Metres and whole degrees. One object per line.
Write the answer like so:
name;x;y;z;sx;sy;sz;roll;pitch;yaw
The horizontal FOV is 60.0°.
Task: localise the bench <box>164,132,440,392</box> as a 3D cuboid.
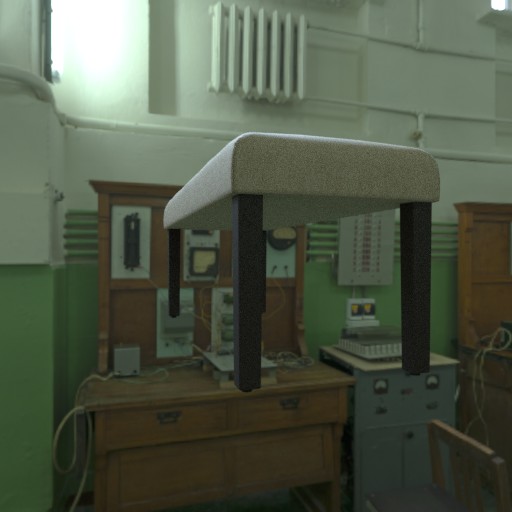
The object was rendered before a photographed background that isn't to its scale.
bench;0.000;0.000;1.250;0.407;0.456;1.013;0;0;-18
